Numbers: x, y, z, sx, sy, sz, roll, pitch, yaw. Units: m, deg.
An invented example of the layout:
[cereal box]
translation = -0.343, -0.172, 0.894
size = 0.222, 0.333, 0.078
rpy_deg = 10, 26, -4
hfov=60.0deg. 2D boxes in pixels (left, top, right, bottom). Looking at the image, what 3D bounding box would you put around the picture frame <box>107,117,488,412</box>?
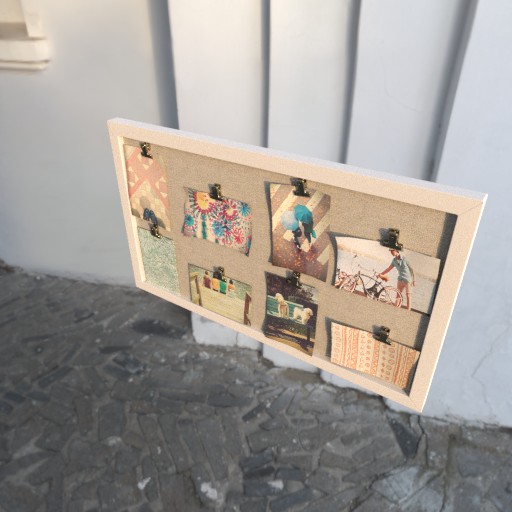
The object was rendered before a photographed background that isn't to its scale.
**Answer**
[picture frame]
translation = 0.000, 0.000, 0.774
size = 0.647, 0.379, 0.044
rpy_deg = 19, 37, 27
